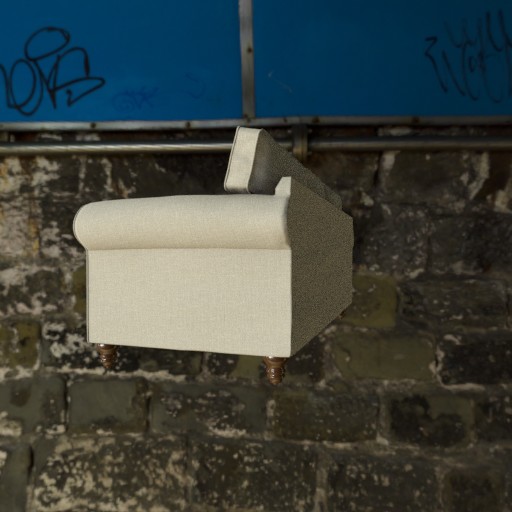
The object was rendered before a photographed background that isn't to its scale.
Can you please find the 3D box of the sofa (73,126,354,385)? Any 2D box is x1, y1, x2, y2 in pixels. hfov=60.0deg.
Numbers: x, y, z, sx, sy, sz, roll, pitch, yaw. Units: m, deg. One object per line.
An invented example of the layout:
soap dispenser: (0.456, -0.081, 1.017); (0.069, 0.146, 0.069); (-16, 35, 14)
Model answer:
sofa: (0.000, 0.000, 2.627); (0.916, 0.961, 2.084); (0, 0, 19)
